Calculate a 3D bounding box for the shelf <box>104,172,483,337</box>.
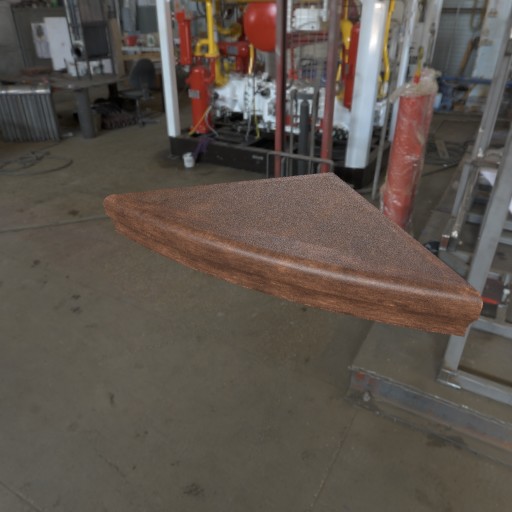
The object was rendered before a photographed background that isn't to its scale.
[{"bbox_3d":[0.000,0.000,0.470,0.310,0.050,0.310,-8,31,-13],"label":"shelf"}]
